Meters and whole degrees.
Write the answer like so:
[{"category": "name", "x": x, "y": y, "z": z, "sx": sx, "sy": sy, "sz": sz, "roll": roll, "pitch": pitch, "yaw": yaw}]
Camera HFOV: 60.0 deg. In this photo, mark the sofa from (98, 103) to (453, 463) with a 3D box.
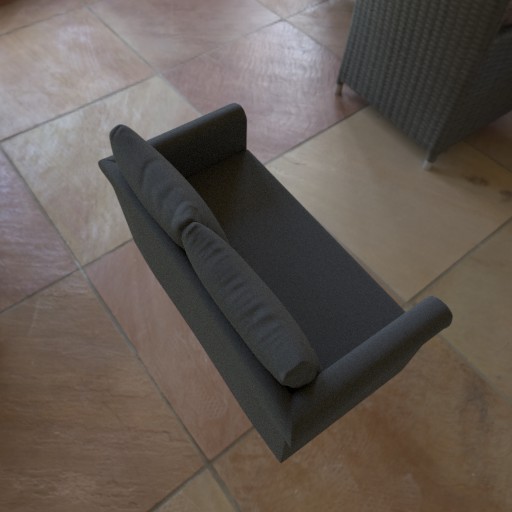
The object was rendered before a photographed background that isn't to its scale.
[{"category": "sofa", "x": 0.000, "y": 0.000, "z": 1.941, "sx": 0.741, "sy": 0.872, "sz": 1.460, "roll": -30, "pitch": 61, "yaw": -18}]
